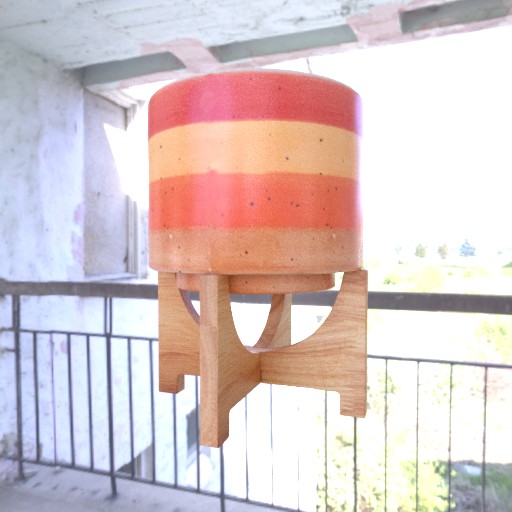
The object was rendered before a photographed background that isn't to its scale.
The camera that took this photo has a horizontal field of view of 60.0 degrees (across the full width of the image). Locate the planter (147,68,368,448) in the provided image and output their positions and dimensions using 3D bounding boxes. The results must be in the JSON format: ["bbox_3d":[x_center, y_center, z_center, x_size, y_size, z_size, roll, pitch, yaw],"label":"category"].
[{"bbox_3d":[0.000,0.000,0.405,0.199,0.268,0.199,0,2,0],"label":"planter"}]
